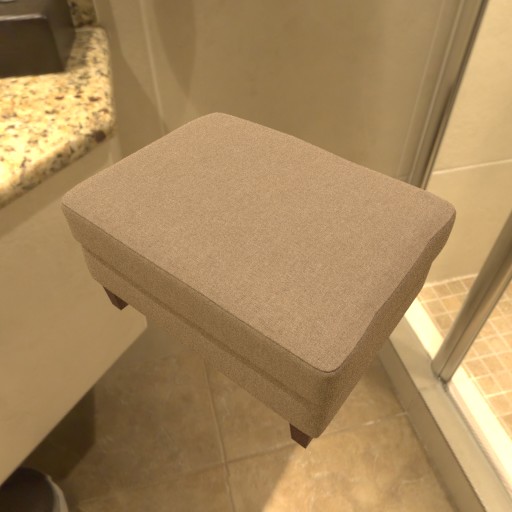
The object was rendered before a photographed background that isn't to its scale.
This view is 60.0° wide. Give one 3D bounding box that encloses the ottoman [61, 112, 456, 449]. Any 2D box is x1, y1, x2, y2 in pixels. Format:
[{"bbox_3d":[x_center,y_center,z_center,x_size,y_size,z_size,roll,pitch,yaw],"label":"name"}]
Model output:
[{"bbox_3d":[0.000,0.000,1.343,0.898,0.519,0.677,29,52,26],"label":"ottoman"}]
